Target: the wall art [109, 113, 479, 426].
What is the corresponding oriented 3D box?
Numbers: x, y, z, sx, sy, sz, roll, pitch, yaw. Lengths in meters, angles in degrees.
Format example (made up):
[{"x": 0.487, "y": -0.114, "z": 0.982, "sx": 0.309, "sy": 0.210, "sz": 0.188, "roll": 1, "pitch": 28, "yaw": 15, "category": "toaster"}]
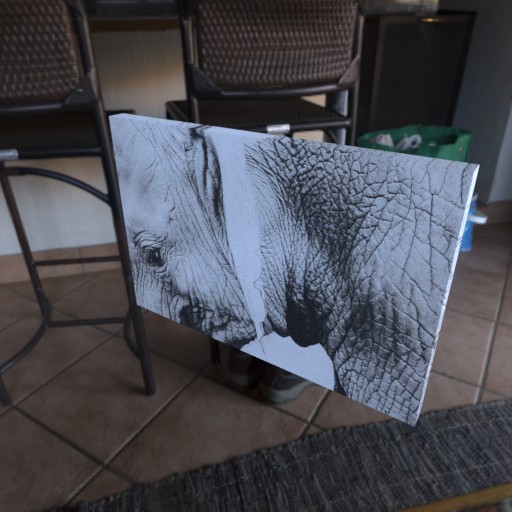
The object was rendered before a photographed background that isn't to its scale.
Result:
[{"x": 0.000, "y": 0.000, "z": 0.757, "sx": 0.613, "sy": 0.407, "sz": 0.035, "roll": 17, "pitch": 32, "yaw": 29, "category": "wall art"}]
